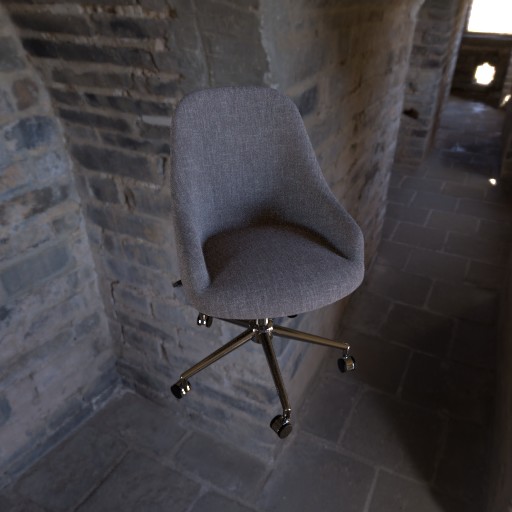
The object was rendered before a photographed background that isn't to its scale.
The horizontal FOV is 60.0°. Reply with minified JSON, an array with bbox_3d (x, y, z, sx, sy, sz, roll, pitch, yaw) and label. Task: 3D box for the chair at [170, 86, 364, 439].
[{"bbox_3d":[0.000,0.000,1.463,0.671,0.950,0.712,-10,32,-16],"label":"chair"}]
